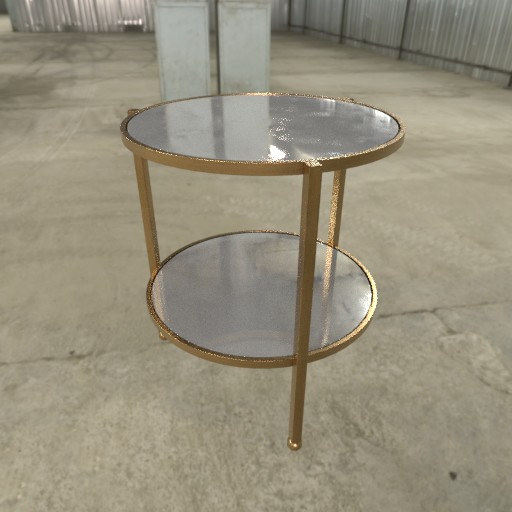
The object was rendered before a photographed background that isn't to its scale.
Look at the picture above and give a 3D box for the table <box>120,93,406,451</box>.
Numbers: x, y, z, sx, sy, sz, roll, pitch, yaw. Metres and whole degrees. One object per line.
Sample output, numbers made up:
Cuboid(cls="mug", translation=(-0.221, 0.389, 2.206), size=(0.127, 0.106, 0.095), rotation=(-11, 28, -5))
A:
Cuboid(cls="table", translation=(0.000, 0.000, 0.441), size=(0.243, 0.269, 0.231), rotation=(8, 31, 14))
